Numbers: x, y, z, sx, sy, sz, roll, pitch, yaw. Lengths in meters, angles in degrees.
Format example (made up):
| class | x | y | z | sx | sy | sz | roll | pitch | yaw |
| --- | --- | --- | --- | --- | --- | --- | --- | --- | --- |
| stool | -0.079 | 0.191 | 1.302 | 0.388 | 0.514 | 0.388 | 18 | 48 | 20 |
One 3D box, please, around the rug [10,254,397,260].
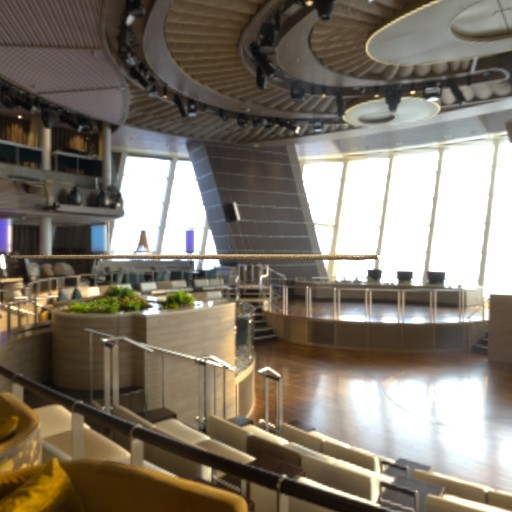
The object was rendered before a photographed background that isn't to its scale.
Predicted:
| class | x | y | z | sx | sy | sz | roll | pitch | yaw |
| --- | --- | --- | --- | --- | --- | --- | --- | --- | --- |
| rug | 0.000 | 0.000 | 4.661 | 2.734 | 0.037 | 3.659 | 0 | 0 | 19 |
